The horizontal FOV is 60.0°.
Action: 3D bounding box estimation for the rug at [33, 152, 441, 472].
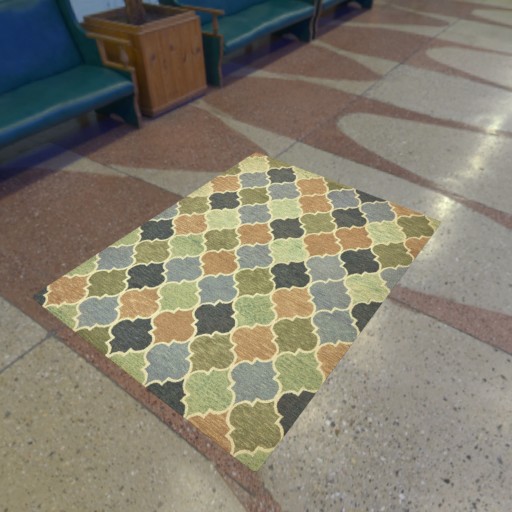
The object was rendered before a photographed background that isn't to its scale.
[{"bbox_3d":[0.000,0.000,4.222,2.439,0.013,3.200,27,48,27],"label":"rug"}]
